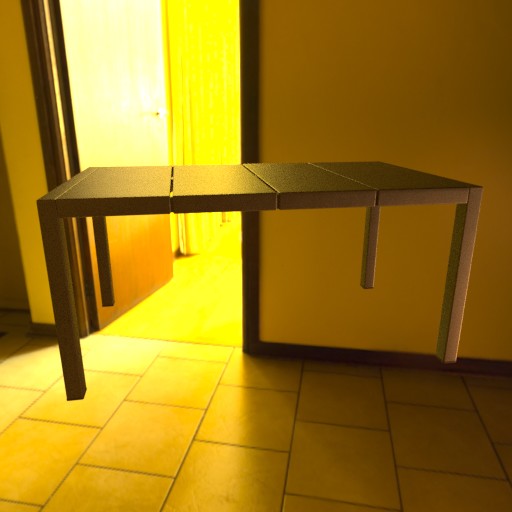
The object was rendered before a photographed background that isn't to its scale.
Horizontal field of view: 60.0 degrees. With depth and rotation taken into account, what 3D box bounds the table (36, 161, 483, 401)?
[{"bbox_3d":[0.000,0.000,1.270,0.965,0.460,0.559,-3,18,-9],"label":"table"}]
